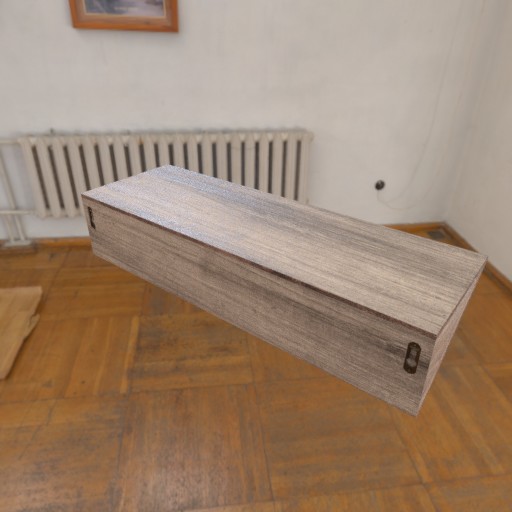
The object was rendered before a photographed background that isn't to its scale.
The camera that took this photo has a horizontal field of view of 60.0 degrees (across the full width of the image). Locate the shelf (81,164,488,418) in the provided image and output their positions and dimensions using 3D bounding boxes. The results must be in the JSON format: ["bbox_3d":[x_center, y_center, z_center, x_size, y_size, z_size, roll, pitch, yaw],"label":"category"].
[{"bbox_3d":[0.000,0.000,0.700,0.610,0.125,0.200,21,36,32],"label":"shelf"}]
